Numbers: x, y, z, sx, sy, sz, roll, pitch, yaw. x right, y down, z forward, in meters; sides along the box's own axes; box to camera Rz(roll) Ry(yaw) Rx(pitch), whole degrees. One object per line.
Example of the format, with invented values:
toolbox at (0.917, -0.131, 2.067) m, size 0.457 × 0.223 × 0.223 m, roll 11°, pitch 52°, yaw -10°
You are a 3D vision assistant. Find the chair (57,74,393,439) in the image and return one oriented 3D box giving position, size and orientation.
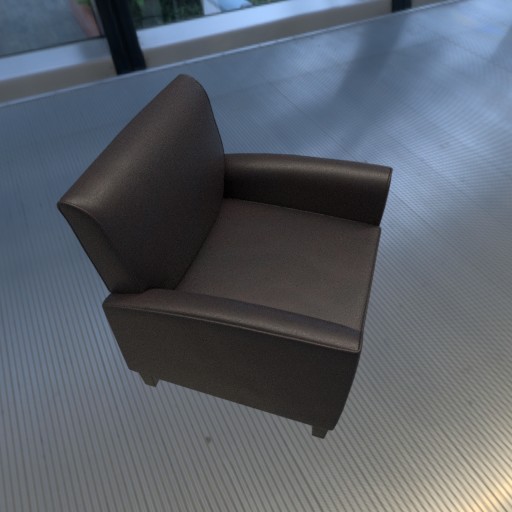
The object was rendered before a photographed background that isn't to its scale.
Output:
chair at (0.000, 0.000, 1.567) m, size 0.819 × 0.916 × 0.820 m, roll 13°, pitch 48°, yaw 12°
